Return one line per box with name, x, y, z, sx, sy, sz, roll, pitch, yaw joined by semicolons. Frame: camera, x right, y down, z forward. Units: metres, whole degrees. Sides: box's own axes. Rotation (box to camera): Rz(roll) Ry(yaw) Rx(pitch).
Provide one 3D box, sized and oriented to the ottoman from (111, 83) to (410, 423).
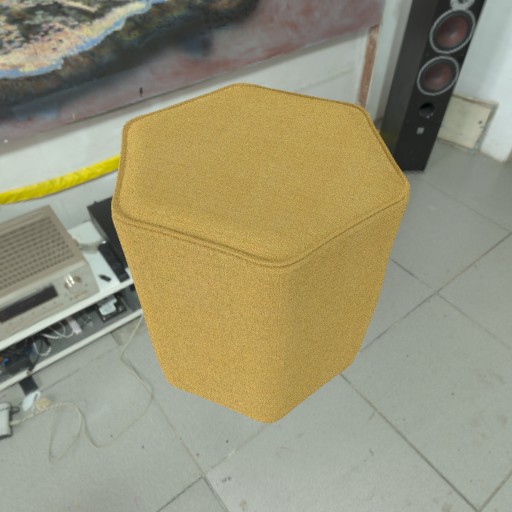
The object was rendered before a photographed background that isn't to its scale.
ottoman;0.000;0.000;0.880;0.494;0.502;0.443;17;49;15
